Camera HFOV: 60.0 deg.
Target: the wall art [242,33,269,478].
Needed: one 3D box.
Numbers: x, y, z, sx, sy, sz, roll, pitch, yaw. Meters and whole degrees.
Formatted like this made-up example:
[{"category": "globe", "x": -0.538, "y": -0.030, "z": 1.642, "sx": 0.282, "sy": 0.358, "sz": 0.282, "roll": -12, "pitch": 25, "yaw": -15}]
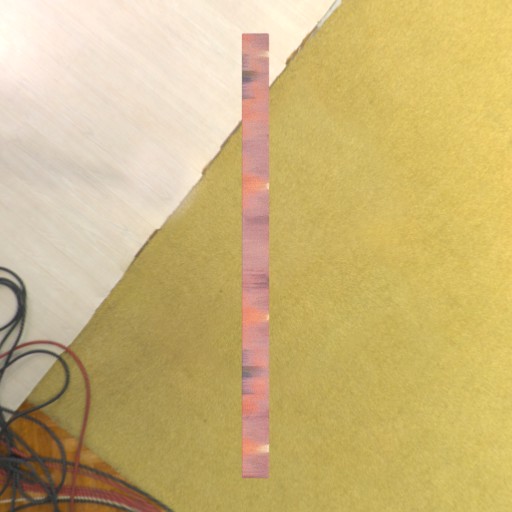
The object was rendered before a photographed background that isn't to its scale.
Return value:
[{"category": "wall art", "x": 0.000, "y": 0.000, "z": 0.903, "sx": 0.037, "sy": 0.609, "sz": 0.603, "roll": 0, "pitch": 90, "yaw": 0}]
